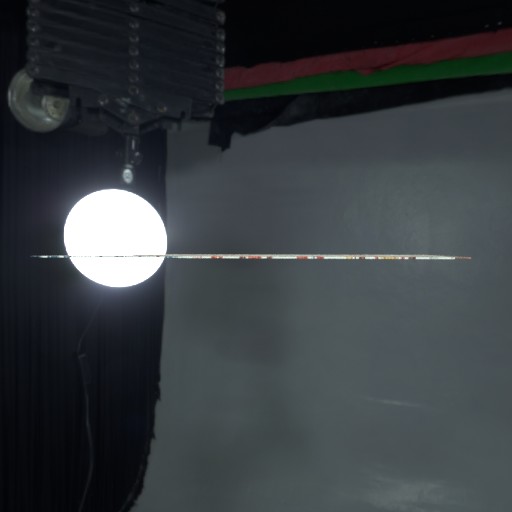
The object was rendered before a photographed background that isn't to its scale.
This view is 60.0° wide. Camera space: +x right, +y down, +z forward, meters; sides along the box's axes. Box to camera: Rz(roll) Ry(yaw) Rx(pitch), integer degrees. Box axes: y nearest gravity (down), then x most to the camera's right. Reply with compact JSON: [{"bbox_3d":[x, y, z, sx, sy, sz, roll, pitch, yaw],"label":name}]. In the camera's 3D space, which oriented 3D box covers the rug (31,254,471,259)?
[{"bbox_3d":[0.000,0.000,3.206,2.584,0.010,1.523,0,1,16],"label":"rug"}]
